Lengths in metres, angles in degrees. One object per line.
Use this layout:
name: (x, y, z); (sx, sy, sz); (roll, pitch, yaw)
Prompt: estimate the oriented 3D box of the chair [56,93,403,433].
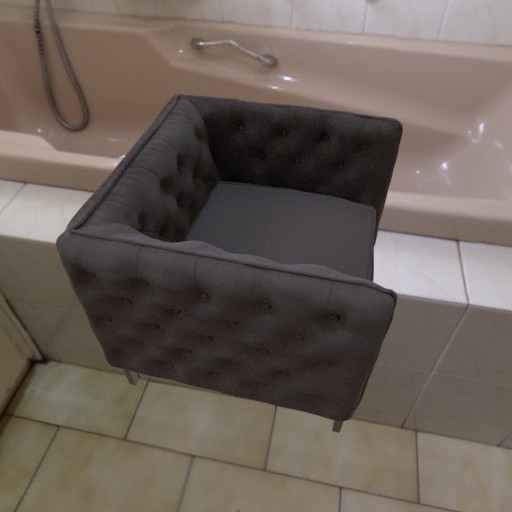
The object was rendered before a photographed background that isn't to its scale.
chair: (0.000, 0.000, 1.658); (0.913, 0.807, 0.946); (10, 47, 10)
